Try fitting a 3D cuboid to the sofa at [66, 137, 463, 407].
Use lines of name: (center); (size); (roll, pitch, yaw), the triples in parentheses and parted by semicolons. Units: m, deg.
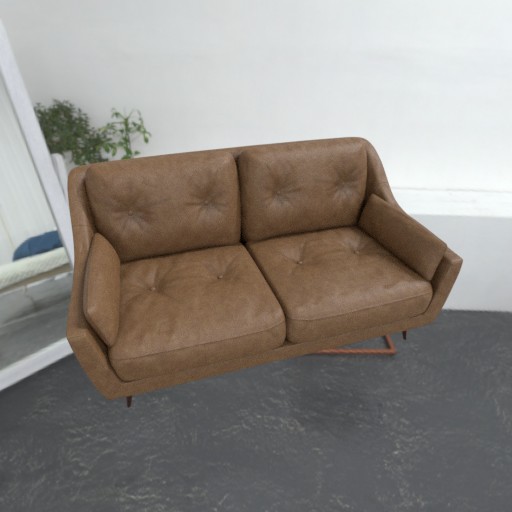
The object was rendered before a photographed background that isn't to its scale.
sofa: (0.000, 0.000, 2.231); (1.731, 0.886, 0.981); (-10, 33, -15)
